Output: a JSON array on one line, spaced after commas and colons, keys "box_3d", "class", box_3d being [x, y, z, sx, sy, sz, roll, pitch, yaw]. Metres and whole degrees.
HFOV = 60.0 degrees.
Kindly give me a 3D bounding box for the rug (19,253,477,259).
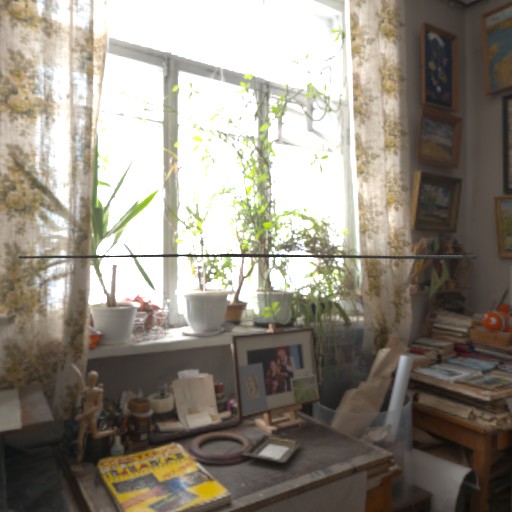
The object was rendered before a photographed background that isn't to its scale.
[{"box_3d": [0.000, 0.000, 2.233, 1.853, 0.022, 1.174, 0, 0, 18], "class": "rug"}]
